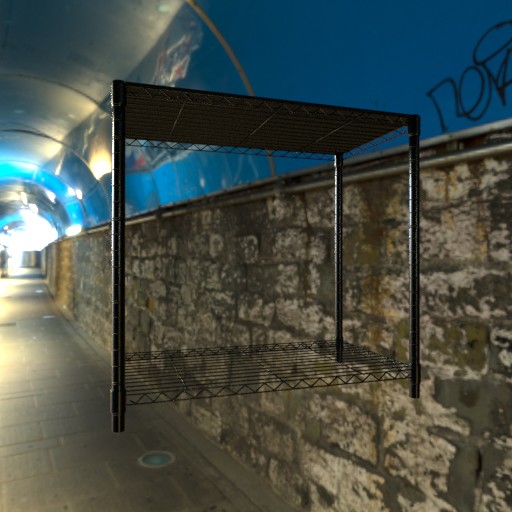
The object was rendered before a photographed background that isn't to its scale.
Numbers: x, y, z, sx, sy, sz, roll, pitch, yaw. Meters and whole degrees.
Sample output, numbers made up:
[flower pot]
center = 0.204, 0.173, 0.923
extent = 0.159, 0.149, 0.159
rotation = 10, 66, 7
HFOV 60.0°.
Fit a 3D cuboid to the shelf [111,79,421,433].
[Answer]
[shelf]
center = 0.000, 0.000, 0.950
extent = 0.589, 0.564, 0.338
rotation = 0, 0, -18
